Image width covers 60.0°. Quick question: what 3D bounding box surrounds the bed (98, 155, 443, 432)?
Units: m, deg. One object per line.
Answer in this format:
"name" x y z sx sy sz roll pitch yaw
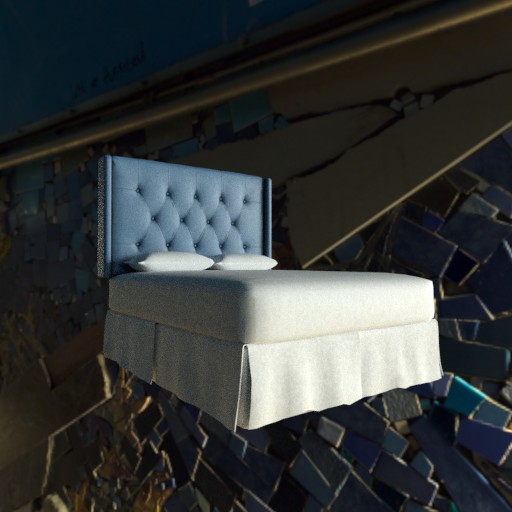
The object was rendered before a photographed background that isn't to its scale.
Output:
"bed" 0.000 0.000 3.331 1.719 1.665 2.078 1 -1 -36
